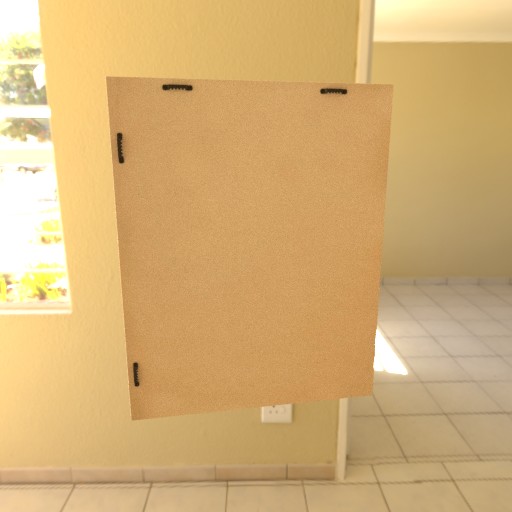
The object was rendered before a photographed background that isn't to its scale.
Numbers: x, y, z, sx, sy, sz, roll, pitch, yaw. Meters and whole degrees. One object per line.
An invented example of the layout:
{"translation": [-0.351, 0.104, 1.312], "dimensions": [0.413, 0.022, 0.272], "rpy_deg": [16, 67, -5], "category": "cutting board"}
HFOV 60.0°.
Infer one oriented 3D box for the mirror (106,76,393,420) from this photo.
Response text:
{"translation": [0.000, 0.000, 0.688], "dimensions": [0.405, 0.508, 0.041], "rpy_deg": [-2, 14, -10], "category": "mirror"}
